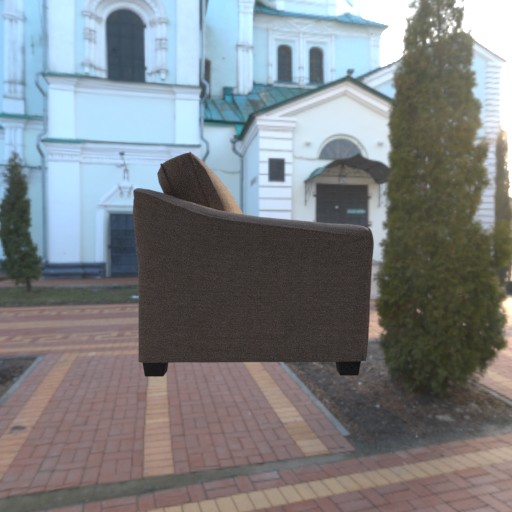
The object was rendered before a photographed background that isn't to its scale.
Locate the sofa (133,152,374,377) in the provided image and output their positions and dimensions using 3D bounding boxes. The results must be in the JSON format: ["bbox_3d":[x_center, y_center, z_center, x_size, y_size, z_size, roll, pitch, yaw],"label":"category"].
[{"bbox_3d":[0.000,0.000,2.842,0.980,0.965,2.270,0,1,0],"label":"sofa"}]
